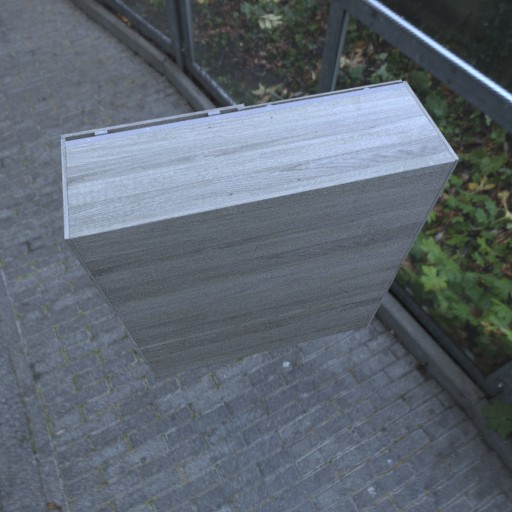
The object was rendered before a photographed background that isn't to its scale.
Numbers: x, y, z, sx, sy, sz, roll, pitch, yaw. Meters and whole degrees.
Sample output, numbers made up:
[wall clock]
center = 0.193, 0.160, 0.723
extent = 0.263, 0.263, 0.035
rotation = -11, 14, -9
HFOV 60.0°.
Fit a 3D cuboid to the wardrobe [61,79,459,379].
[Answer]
[wardrobe]
center = 0.000, 0.000, 2.917
extent = 1.780, 1.960, 0.629
rotation = -12, 59, -8
